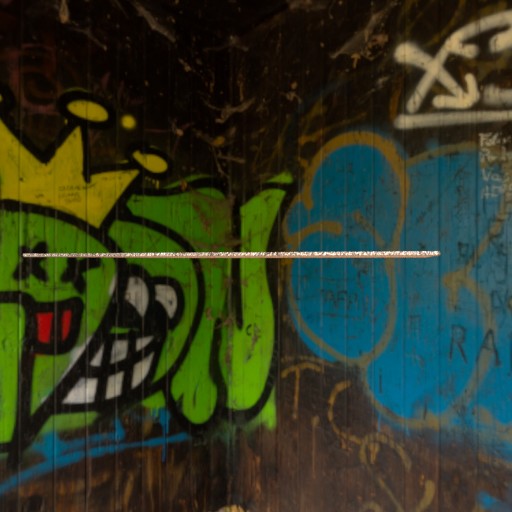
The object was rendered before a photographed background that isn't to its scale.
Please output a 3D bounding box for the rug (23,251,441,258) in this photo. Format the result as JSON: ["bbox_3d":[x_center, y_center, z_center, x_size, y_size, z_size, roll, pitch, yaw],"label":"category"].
[{"bbox_3d":[0.000,0.000,4.067,3.000,0.025,2.401,0,-1,19],"label":"rug"}]
